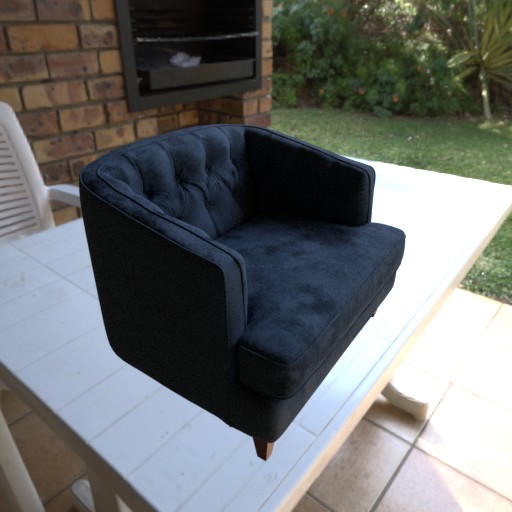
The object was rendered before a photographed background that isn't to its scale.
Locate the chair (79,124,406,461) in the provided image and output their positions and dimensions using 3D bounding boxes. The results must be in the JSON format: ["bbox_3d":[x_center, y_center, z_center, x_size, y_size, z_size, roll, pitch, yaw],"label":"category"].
[{"bbox_3d":[0.000,0.000,1.771,0.940,0.852,1.094,18,33,30],"label":"chair"}]
